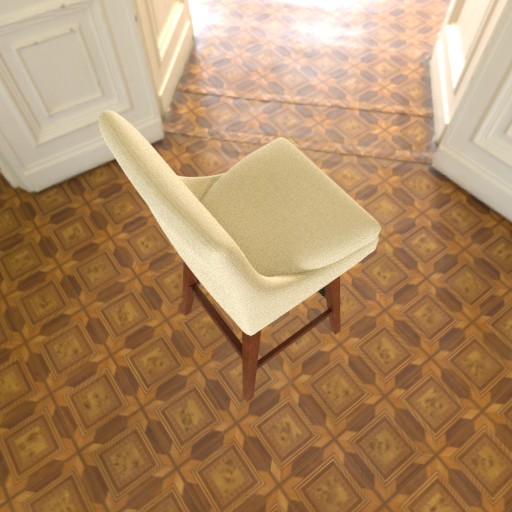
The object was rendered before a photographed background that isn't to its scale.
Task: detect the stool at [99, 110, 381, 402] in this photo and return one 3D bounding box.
[{"bbox_3d":[0.000,0.000,1.378,0.559,1.097,0.470,-33,64,-18],"label":"stool"}]
